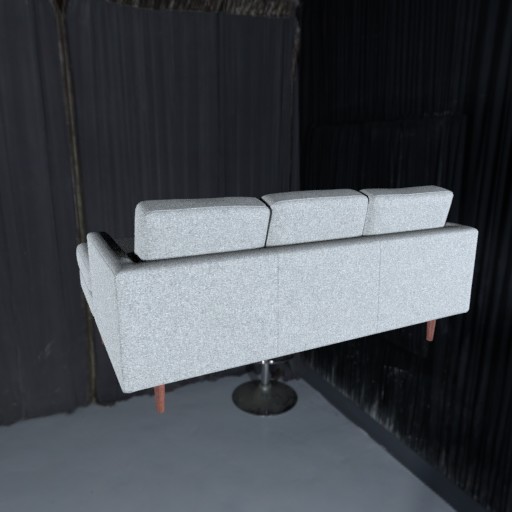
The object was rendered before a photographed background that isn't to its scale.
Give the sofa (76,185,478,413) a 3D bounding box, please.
[{"bbox_3d":[0.000,0.000,2.887,2.055,0.957,1.667,-7,16,-26],"label":"sofa"}]
